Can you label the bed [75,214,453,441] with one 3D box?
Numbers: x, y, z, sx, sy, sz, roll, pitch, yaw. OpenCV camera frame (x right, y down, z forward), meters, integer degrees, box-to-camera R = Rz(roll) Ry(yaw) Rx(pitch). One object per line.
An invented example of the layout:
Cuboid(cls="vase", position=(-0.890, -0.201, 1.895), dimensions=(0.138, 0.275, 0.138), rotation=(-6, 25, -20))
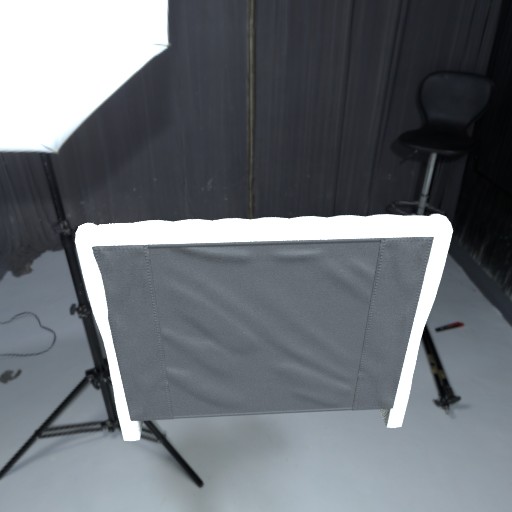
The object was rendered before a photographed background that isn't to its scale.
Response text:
Cuboid(cls="bed", position=(0.000, 0.000, 3.921), dimensions=(2.219, 1.771, 2.347), rotation=(-2, 32, -3))
